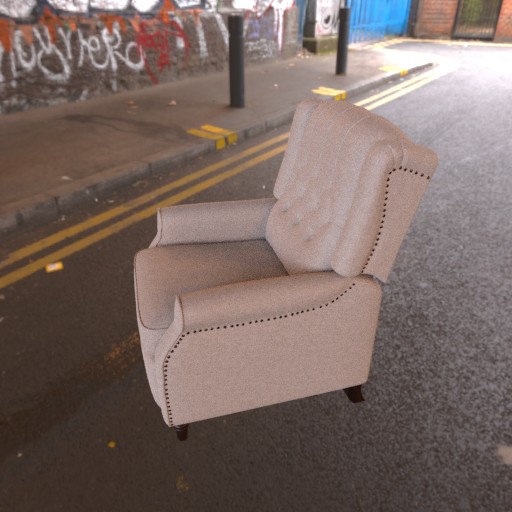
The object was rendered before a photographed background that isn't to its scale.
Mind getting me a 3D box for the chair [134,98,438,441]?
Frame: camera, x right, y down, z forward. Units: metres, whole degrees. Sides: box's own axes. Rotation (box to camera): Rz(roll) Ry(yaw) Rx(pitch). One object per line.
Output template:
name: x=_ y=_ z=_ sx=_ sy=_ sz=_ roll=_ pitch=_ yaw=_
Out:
chair: x=0.000 y=0.000 z=1.637 sx=0.902 sy=1.035 sz=0.742 roll=-8 pitch=31 yaw=-13
